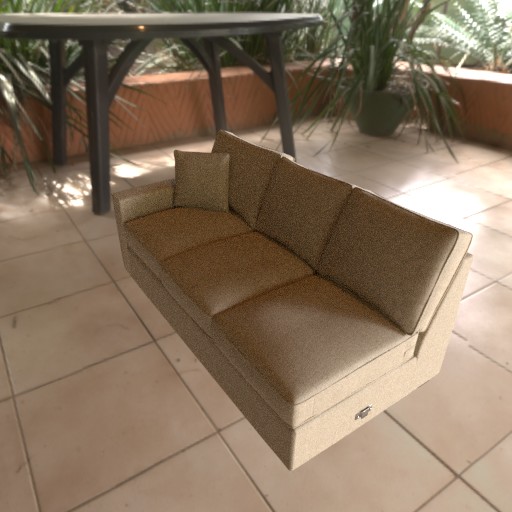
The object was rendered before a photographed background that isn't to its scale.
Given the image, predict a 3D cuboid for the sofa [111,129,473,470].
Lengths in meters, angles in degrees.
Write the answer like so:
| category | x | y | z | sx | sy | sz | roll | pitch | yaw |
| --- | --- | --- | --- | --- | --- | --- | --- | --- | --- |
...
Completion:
| category | x | y | z | sx | sy | sz | roll | pitch | yaw |
| --- | --- | --- | --- | --- | --- | --- | --- | --- | --- |
| sofa | 0.000 | 0.000 | 2.535 | 1.034 | 0.946 | 1.962 | -19 | 36 | -29 |
